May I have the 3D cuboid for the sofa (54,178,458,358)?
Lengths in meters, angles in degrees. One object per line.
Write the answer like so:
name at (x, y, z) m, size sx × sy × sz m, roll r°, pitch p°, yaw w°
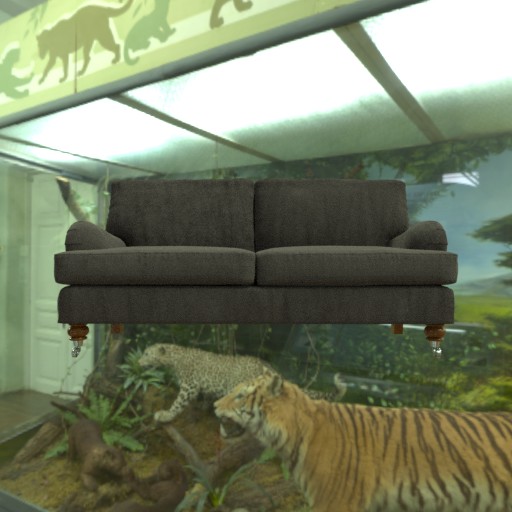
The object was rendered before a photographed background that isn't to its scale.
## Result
sofa at (0.000, 0.000, 2.820) m, size 2.165 × 1.087 × 1.086 m, roll 0°, pitch -1°, yaw 1°
